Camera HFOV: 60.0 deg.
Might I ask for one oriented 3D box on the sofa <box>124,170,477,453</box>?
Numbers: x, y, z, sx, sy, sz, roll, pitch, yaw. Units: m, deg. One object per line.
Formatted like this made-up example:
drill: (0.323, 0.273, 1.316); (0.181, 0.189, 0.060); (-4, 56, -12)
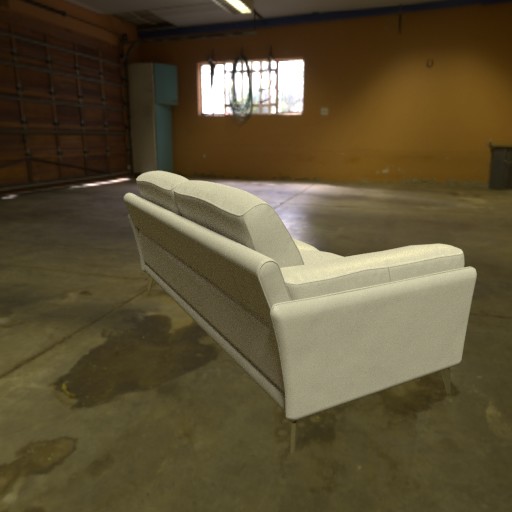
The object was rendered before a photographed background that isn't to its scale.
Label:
sofa: (0.000, 0.000, 2.556); (1.049, 0.930, 2.101); (-8, 17, -27)
